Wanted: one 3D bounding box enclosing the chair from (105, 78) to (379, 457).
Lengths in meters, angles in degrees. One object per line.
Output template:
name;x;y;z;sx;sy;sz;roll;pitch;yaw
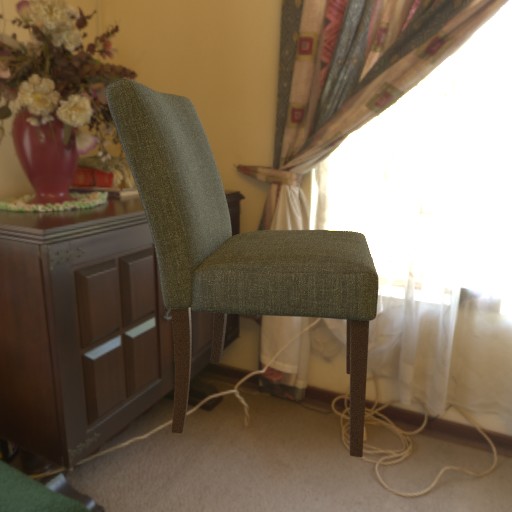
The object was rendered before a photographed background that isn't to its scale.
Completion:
chair;0.000;0.000;1.232;0.629;0.884;0.487;2;14;10
